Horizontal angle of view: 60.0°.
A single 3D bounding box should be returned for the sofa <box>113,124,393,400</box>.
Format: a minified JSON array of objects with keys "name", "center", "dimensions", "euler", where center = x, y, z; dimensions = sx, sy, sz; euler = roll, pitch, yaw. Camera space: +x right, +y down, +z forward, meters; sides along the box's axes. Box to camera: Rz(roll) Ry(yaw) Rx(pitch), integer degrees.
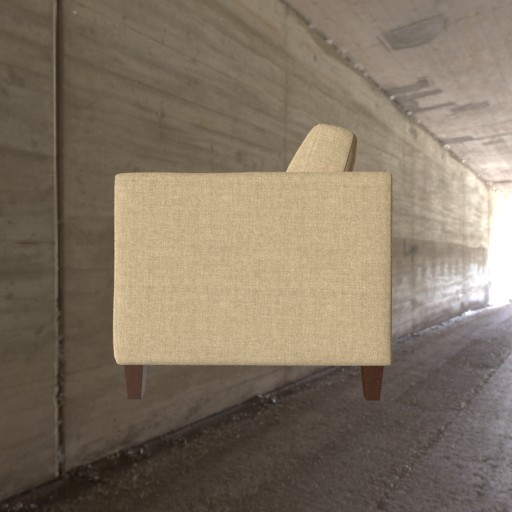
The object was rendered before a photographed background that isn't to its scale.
[{"name":"sofa","center":[0.000,0.000,2.371],"dimensions":[0.950,0.963,1.884],"euler":[0,1,1]}]
